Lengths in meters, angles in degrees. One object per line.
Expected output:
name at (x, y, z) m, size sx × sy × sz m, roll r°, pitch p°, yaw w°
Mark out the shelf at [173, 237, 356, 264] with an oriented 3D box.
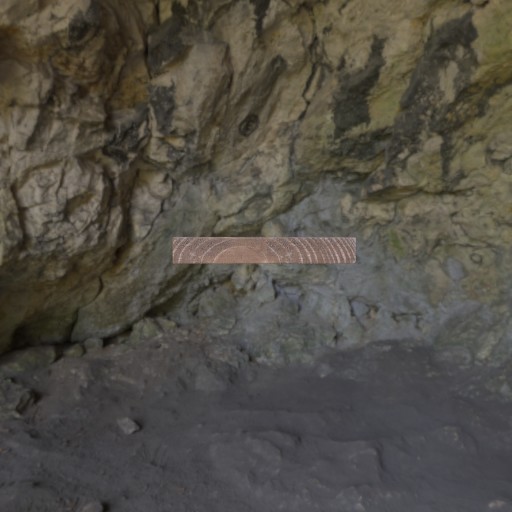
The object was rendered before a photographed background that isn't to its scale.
shelf at (0.000, 0.000, 0.642) m, size 0.140 × 0.020 × 0.610 m, roll 0°, pitch -1°, yaw -1°
